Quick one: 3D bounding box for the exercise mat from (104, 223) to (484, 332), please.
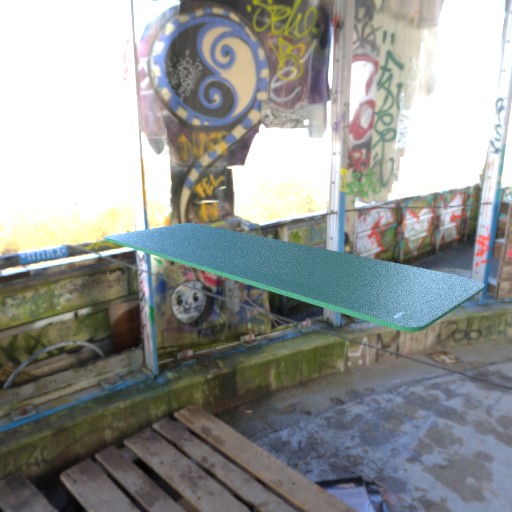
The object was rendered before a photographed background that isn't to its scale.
[{"bbox_3d":[0.000,0.000,2.101,1.869,0.021,0.616,14,20,42],"label":"exercise mat"}]
